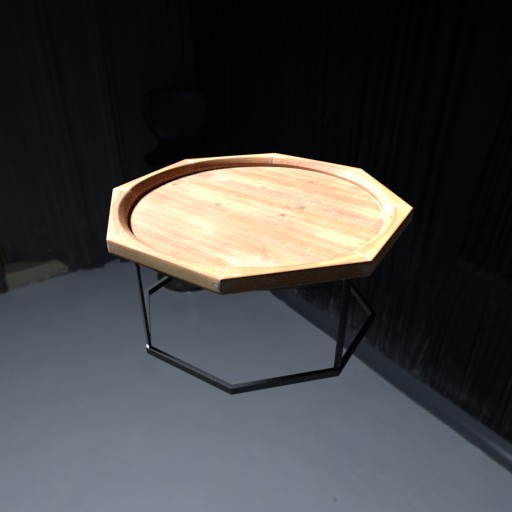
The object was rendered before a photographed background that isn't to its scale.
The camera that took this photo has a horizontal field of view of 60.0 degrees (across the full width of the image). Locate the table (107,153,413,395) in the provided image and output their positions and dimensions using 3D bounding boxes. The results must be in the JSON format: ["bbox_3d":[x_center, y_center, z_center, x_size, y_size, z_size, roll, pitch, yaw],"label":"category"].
[{"bbox_3d":[0.000,0.000,1.571,1.002,0.444,1.002,0,30,0],"label":"table"}]
